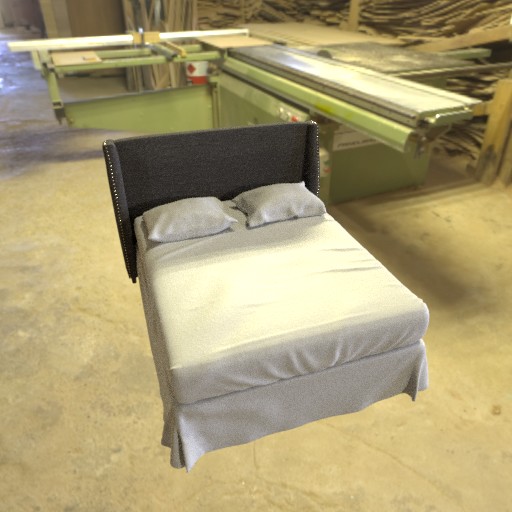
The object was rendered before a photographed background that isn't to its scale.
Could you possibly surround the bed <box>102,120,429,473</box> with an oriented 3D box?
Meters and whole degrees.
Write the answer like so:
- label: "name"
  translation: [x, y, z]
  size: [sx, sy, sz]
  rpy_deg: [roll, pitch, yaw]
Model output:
- label: "bed"
  translation: [0.000, 0.000, 3.348]
  size: [1.925, 1.332, 2.276]
  rpy_deg: [-10, 34, -16]
